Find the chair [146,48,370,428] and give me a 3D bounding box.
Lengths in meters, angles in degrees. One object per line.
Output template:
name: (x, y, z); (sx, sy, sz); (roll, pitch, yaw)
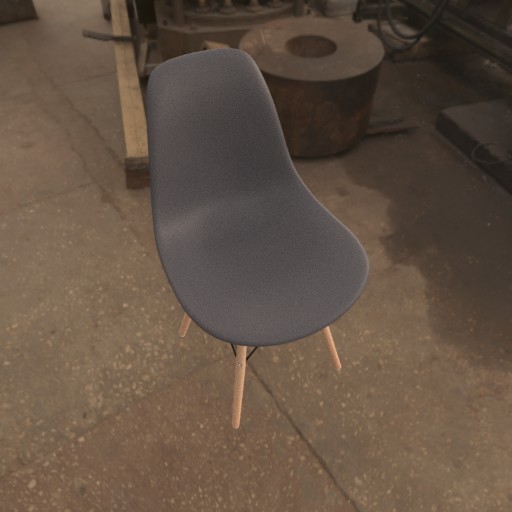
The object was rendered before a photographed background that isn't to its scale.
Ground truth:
chair: (0.000, 0.000, 1.118); (0.470, 0.826, 0.533); (-23, 49, -21)
